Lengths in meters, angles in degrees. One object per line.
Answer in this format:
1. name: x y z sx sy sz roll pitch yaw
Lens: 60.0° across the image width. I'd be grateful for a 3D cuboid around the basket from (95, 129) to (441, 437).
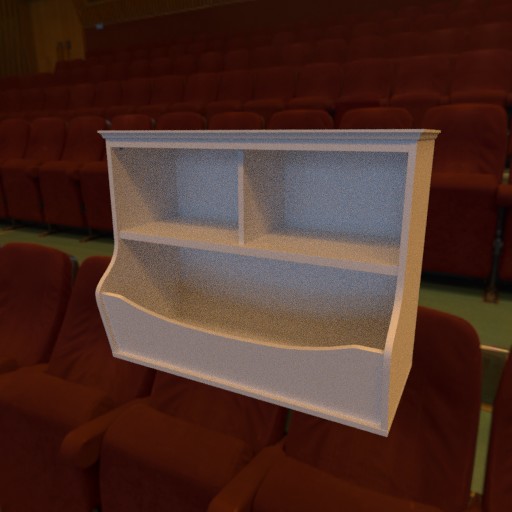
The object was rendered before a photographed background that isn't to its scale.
1. basket: 0.000 0.000 1.147 0.792 0.625 0.376 8 17 26
